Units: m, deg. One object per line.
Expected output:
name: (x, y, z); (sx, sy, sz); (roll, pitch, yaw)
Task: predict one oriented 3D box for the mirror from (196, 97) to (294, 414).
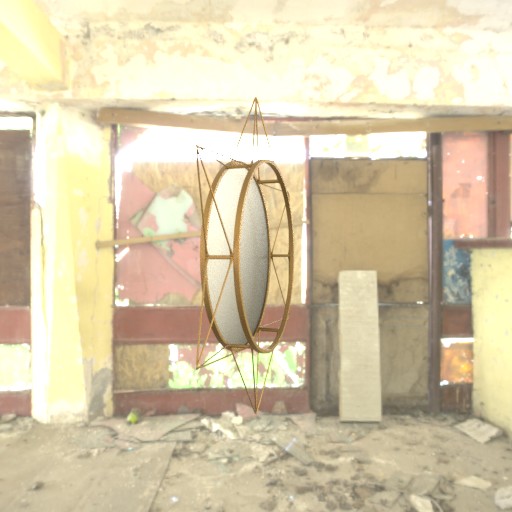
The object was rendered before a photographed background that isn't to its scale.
mirror: (0.000, 0.000, 0.813); (0.062, 0.581, 0.498); (0, 0, 18)
